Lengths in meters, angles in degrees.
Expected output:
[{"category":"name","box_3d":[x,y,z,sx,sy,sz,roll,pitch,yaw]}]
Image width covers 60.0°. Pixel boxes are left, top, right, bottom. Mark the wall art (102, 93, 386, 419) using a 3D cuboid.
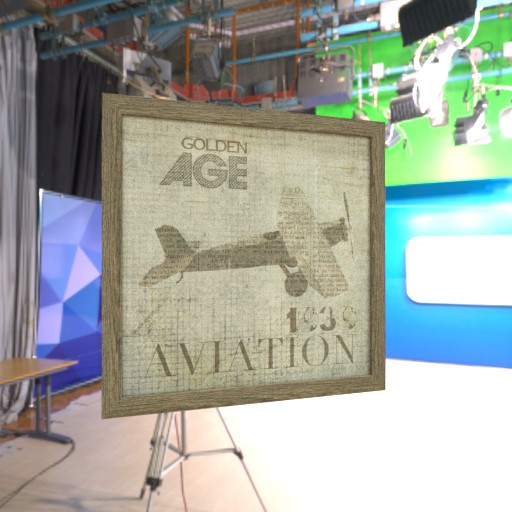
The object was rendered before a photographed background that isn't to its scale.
[{"category":"wall art","box_3d":[0.000,0.000,0.773,0.508,0.508,0.019,0,0,-17]}]
